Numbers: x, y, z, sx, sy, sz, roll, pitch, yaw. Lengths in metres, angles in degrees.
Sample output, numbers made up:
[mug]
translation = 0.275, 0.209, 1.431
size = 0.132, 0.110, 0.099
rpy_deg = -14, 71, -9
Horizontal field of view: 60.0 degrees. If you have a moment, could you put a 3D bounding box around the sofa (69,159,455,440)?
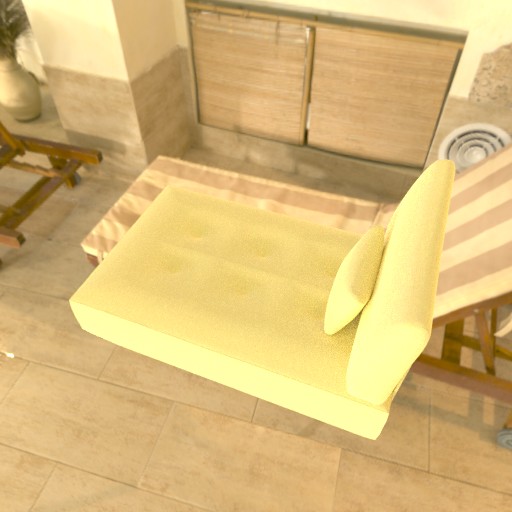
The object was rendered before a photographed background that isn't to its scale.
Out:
[sofa]
translation = 0.000, 0.000, 2.014
size = 1.450, 0.820, 0.930
rpy_deg = 16, 49, 15
